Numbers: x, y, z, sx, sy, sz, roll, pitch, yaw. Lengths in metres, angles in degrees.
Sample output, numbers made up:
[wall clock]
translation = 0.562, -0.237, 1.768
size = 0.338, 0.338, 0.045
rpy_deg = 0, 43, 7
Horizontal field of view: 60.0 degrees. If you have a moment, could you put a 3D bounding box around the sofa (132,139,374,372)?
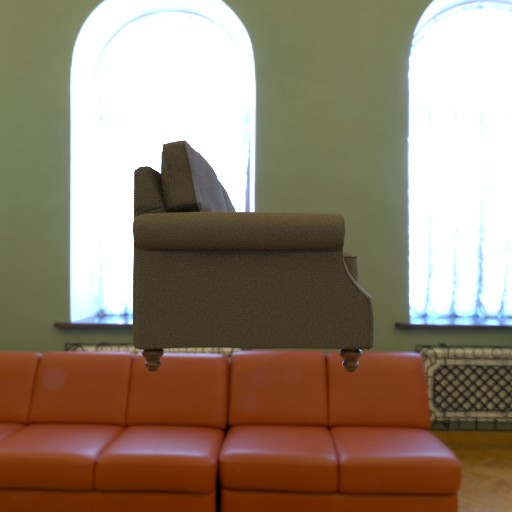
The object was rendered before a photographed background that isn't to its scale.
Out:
[sofa]
translation = 0.000, 0.000, 2.823
size = 0.966, 0.948, 2.353
rpy_deg = 0, 0, 1
